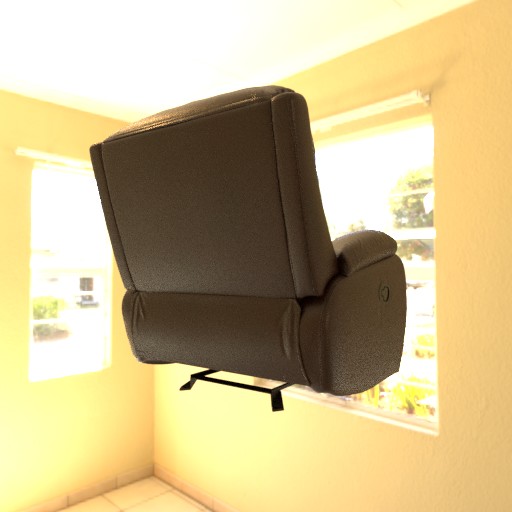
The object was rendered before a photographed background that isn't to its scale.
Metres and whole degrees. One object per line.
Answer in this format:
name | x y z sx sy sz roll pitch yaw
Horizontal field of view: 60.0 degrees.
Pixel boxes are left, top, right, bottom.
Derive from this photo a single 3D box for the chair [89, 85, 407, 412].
chair | 0.000 0.000 1.713 0.930 1.011 0.899 -1 -2 35
